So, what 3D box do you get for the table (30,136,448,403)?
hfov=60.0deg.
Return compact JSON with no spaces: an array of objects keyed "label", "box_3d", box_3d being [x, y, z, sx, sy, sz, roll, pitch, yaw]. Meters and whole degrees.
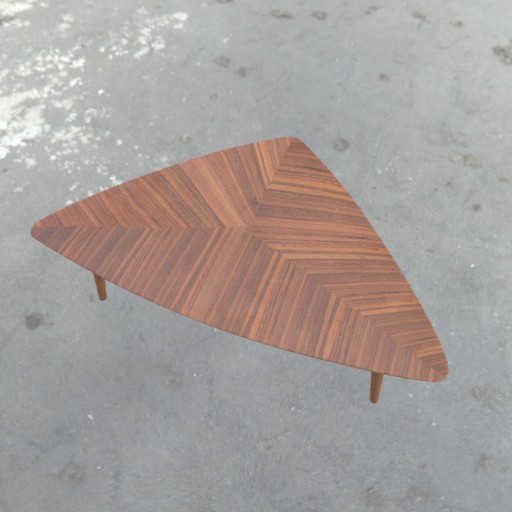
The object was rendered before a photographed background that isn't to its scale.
[{"label":"table","box_3d":[0.000,0.000,1.256,1.008,0.365,0.601,18,61,11]}]
